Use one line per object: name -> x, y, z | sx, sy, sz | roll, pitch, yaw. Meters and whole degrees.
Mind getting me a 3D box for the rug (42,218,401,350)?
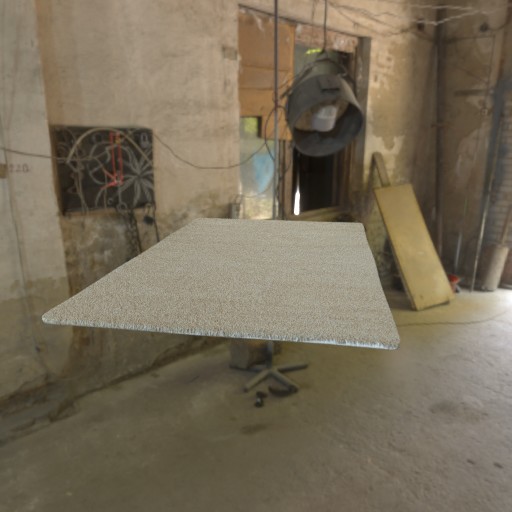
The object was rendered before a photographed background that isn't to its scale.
rug -> 0.000, 0.000, 2.886 | 1.500, 0.026, 2.349 | 3, 16, 9
